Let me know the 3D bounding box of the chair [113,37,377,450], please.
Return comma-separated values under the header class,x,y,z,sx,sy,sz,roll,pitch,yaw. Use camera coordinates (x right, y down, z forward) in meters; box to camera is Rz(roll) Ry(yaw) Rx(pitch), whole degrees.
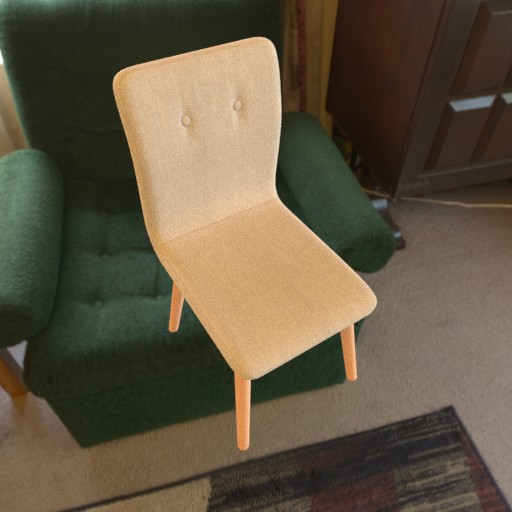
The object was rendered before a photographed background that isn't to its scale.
class,x,y,z,sx,sy,sz,roll,pitch,yaw
chair,0.000,0.000,1.167,0.435,0.885,0.550,-24,51,-22
